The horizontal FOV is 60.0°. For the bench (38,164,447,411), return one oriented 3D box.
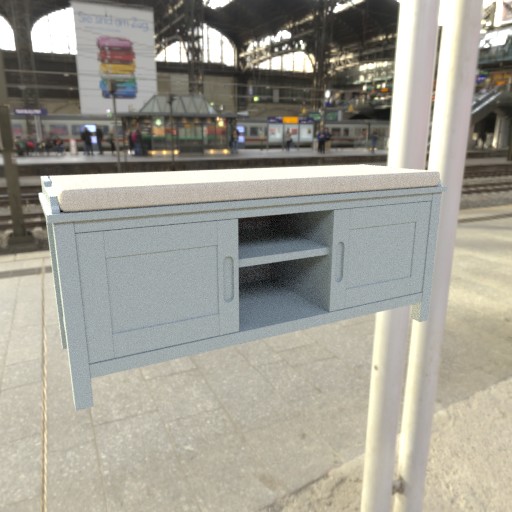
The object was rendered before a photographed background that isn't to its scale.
[{"bbox_3d":[0.000,0.000,1.354,1.140,0.501,0.398,-8,17,-26],"label":"bench"}]
